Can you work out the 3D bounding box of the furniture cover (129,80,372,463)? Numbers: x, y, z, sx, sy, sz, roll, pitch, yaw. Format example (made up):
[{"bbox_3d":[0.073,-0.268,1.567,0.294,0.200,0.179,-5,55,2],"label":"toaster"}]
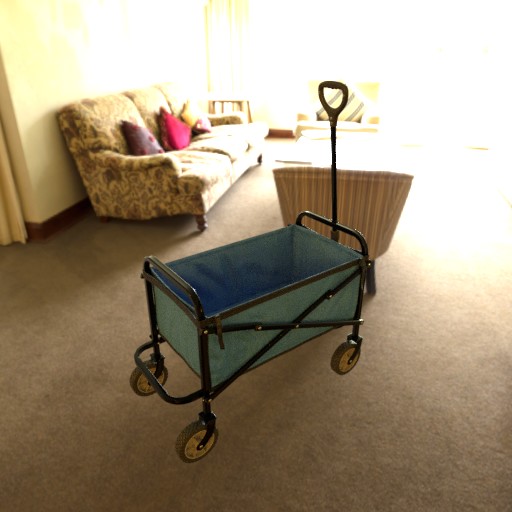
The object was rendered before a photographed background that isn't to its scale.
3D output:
[{"bbox_3d":[0.000,0.000,1.805,1.038,1.295,0.532,-18,32,-32],"label":"furniture cover"}]
